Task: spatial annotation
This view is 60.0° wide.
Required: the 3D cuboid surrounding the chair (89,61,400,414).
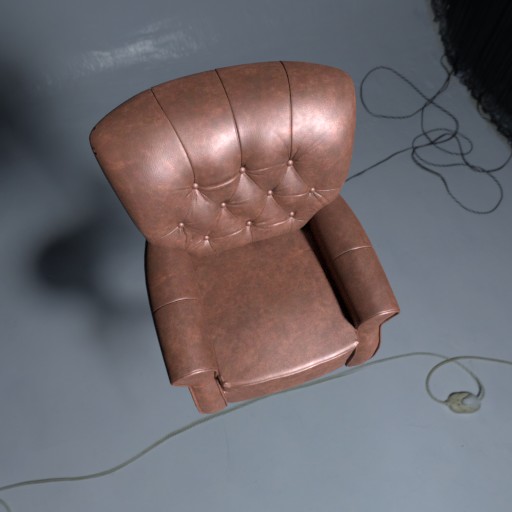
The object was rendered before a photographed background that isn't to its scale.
[{"bbox_3d":[0.000,0.000,1.885,0.979,1.162,1.031,-16,64,-8],"label":"chair"}]
